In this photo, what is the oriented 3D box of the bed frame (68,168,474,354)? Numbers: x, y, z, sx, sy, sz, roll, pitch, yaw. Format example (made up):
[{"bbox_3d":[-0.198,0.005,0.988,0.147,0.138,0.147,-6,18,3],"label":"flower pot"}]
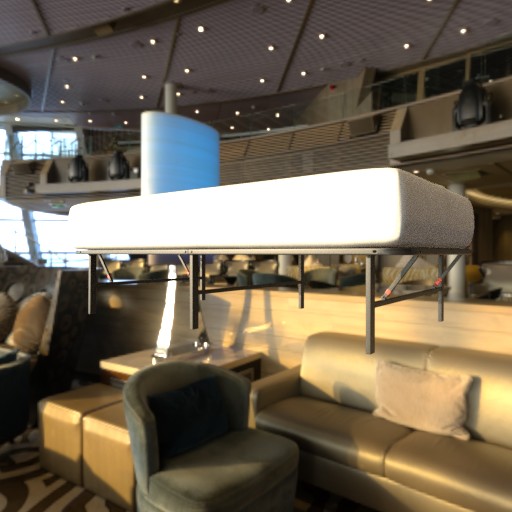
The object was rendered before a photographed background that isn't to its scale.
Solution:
[{"bbox_3d":[0.000,0.000,2.313,1.908,0.640,1.025,0,0,37],"label":"bed frame"}]
